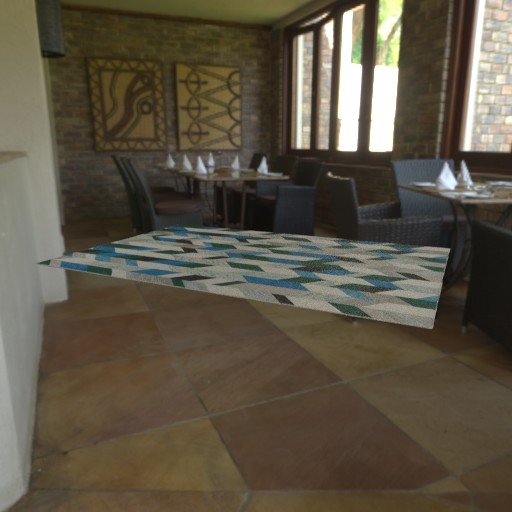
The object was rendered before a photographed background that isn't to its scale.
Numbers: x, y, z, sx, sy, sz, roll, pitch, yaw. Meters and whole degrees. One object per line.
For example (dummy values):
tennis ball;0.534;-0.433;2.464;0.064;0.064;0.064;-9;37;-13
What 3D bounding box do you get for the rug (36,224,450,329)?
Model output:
rug;0.000;0.000;2.326;1.827;0.005;1.229;7;16;25
